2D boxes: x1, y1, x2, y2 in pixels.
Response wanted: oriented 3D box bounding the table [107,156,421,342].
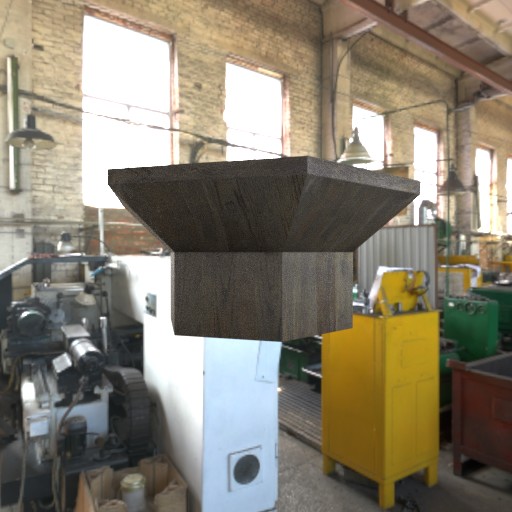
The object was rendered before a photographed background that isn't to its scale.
[{"bbox_3d":[0.000,0.000,1.600,1.115,0.488,0.966,0,1,17],"label":"table"}]
